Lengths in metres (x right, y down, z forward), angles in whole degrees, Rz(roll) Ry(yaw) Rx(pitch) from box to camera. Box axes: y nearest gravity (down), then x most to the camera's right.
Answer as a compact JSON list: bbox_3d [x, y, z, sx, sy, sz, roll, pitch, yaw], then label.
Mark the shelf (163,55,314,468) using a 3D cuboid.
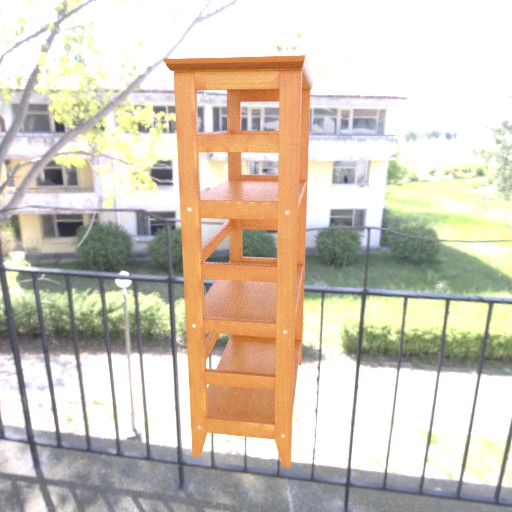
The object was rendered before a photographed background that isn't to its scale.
[{"bbox_3d":[0.000,0.000,1.395,0.305,1.067,0.660,2,17,8],"label":"shelf"}]
